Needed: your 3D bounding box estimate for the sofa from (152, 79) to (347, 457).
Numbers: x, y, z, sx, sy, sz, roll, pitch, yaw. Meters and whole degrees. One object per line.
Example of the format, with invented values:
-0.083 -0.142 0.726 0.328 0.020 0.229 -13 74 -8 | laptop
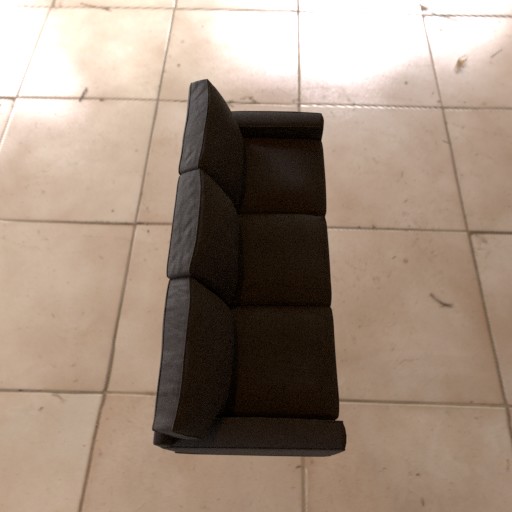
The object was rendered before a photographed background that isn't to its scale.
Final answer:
0.000 0.000 2.928 1.004 0.978 2.369 1 63 0 | sofa
